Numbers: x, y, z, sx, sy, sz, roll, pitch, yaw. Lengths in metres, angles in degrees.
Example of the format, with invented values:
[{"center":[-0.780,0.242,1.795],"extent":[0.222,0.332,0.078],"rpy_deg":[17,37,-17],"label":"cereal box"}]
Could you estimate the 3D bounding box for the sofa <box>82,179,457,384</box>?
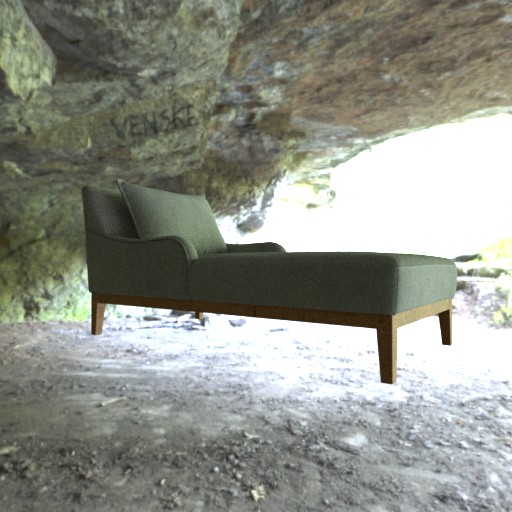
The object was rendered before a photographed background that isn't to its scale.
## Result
[{"center":[0.000,0.000,2.302],"extent":[1.779,0.859,0.894],"rpy_deg":[0,-1,36],"label":"sofa"}]
